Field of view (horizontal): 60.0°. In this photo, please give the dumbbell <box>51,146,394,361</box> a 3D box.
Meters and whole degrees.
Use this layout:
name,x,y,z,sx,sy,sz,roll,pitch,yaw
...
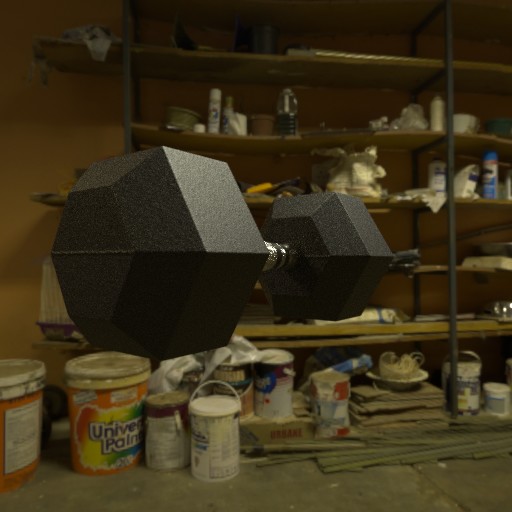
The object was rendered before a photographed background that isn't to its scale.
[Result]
name,x,y,z,sx,sy,sz,roll,pitch,yaw
dumbbell,0.000,0.000,0.462,0.173,0.150,0.384,-1,-1,38
